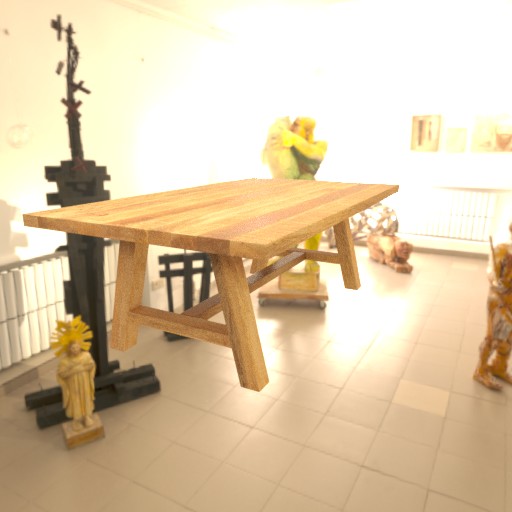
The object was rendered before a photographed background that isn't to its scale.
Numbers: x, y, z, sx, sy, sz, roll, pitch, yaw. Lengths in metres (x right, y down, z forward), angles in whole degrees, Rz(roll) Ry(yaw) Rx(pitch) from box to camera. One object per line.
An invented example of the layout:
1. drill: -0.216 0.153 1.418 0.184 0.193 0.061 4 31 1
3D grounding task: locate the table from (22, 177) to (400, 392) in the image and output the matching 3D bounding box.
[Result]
1. table: 0.000 0.000 1.673 0.760 0.455 1.320 8 17 27
